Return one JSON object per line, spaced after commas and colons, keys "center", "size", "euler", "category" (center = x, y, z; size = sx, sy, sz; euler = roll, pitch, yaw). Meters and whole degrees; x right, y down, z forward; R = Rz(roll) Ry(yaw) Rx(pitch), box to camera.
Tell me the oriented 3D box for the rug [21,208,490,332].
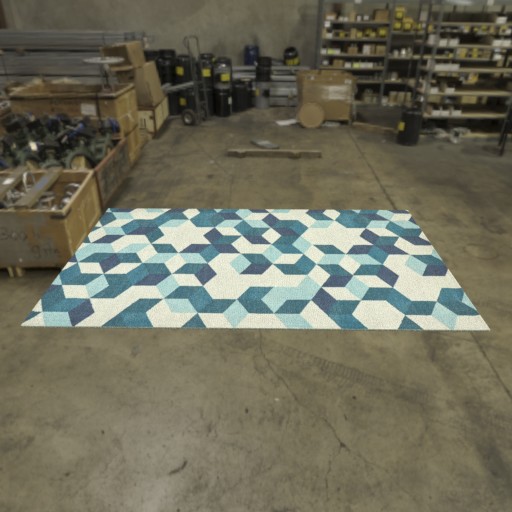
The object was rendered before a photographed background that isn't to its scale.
{"center": [0.000, 0.000, 2.956], "size": [2.438, 0.015, 1.518], "euler": [0, 30, 1], "category": "rug"}
